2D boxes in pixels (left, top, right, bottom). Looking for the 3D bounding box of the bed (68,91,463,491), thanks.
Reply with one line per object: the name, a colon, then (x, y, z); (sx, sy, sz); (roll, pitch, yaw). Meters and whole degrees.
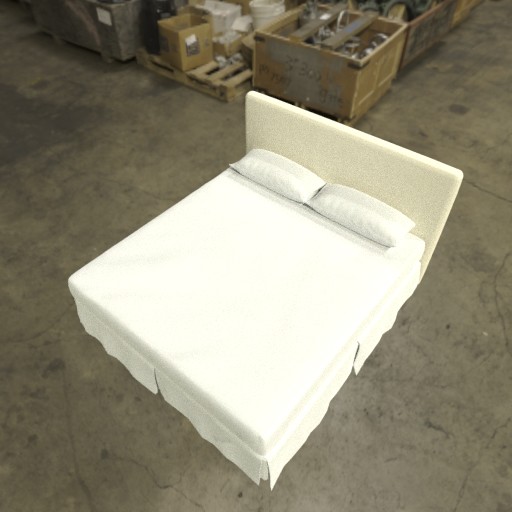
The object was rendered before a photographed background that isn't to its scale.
bed: (0.000, 0.000, 3.528); (2.119, 1.317, 2.341); (31, 53, 26)
